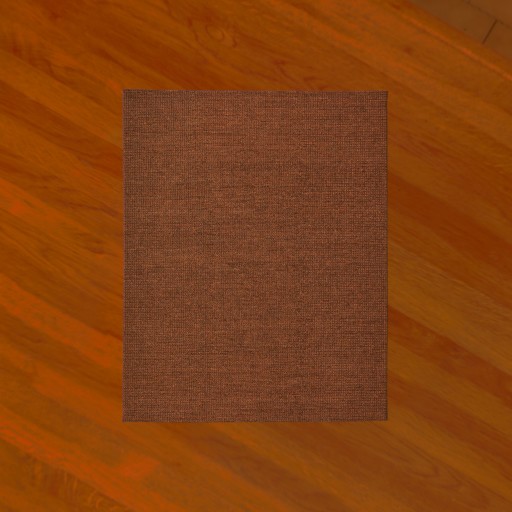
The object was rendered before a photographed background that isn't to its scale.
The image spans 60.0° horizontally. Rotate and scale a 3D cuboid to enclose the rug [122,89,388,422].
[{"bbox_3d":[0.000,0.000,4.087,2.456,0.021,3.068,0,90,-1],"label":"rug"}]
